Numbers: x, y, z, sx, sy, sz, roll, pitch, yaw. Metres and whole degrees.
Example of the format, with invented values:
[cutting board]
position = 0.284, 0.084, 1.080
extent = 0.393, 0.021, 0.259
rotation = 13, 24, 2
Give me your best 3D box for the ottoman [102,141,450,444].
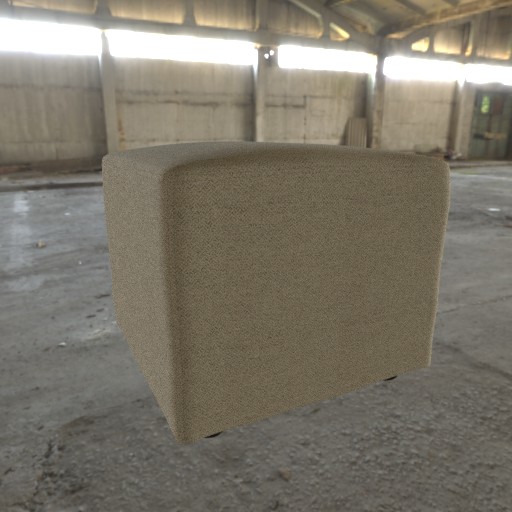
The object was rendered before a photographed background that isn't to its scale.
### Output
[ottoman]
position = 0.000, 0.000, 0.909
extent = 0.512, 0.453, 0.521
rotation = -8, 17, -26
